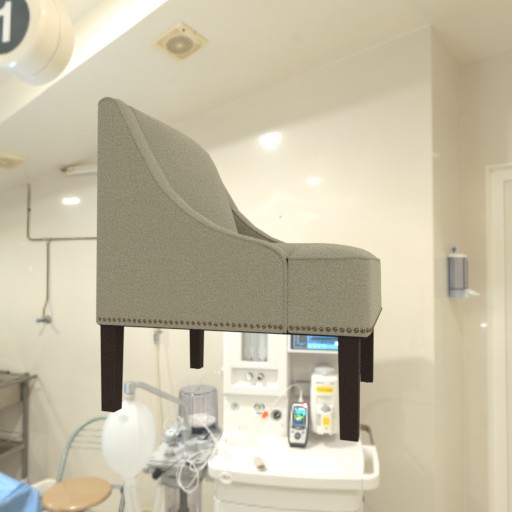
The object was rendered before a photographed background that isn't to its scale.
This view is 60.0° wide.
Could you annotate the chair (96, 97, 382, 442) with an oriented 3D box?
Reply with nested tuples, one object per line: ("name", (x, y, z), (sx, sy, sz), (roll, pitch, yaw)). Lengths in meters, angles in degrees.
("chair", (0.000, 0.000, 1.379), (0.737, 0.864, 0.610), (0, -1, 18))
